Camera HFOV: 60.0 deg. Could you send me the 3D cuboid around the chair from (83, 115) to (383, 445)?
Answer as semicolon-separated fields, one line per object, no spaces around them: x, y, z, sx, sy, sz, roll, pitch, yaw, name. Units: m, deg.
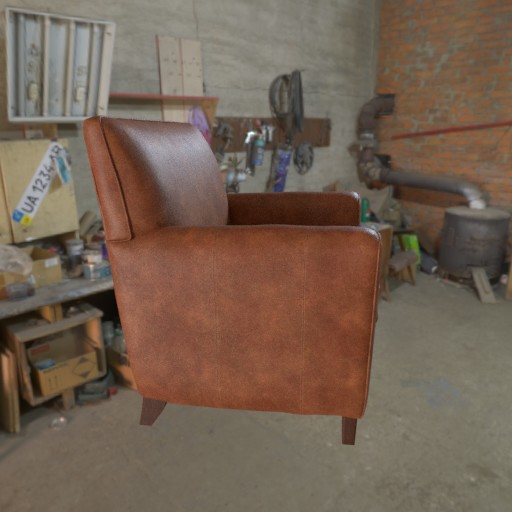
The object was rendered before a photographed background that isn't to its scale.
0.000;0.000;1.596;0.823;0.943;0.870;2;16;9;chair
